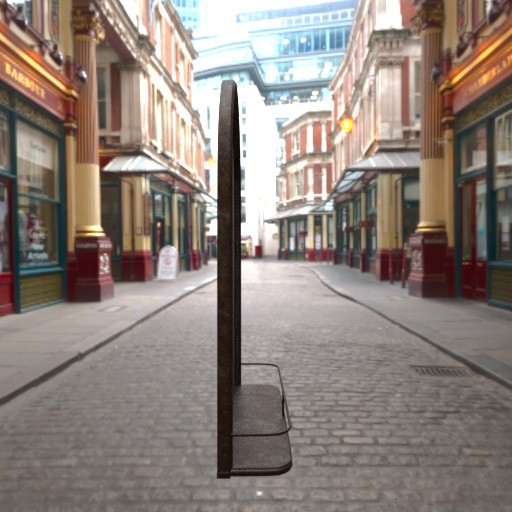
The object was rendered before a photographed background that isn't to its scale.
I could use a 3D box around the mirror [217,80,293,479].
[{"bbox_3d":[0.000,0.000,1.021,0.137,0.770,0.510,0,0,0],"label":"mirror"}]
